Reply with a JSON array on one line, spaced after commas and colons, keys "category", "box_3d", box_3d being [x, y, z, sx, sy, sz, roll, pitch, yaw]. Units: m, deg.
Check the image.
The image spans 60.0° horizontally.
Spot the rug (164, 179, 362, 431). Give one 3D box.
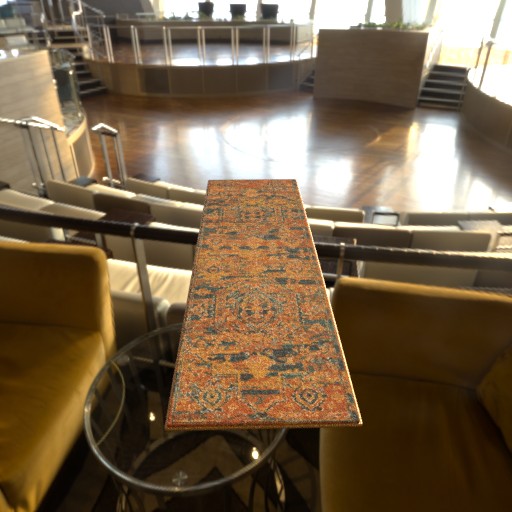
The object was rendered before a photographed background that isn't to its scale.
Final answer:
[{"category": "rug", "box_3d": [0.000, 0.000, 2.006, 0.556, 0.013, 1.820, -1, 32, -1]}]
